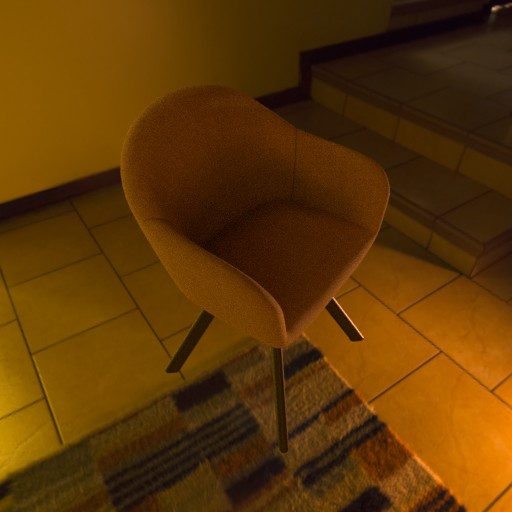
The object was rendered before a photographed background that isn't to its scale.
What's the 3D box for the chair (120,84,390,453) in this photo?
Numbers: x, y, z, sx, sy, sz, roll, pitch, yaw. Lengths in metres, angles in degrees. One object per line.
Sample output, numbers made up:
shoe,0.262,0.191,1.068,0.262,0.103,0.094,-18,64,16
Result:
chair,0.000,0.000,1.207,0.550,0.795,0.590,25,47,26
